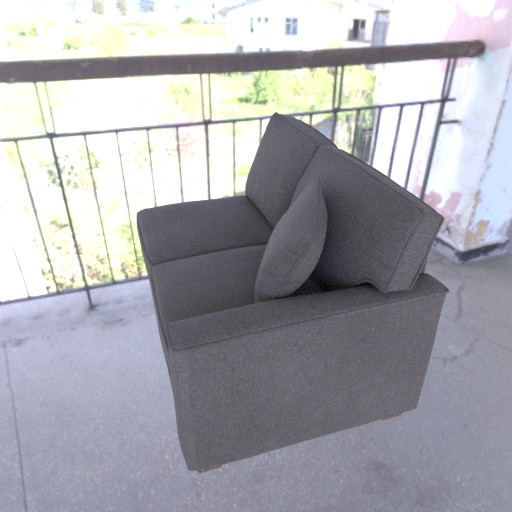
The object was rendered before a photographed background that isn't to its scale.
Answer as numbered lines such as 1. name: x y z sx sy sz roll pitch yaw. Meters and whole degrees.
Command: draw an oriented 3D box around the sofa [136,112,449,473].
1. sofa: 0.000 0.000 2.045 0.991 0.989 1.388 -9 32 -15
